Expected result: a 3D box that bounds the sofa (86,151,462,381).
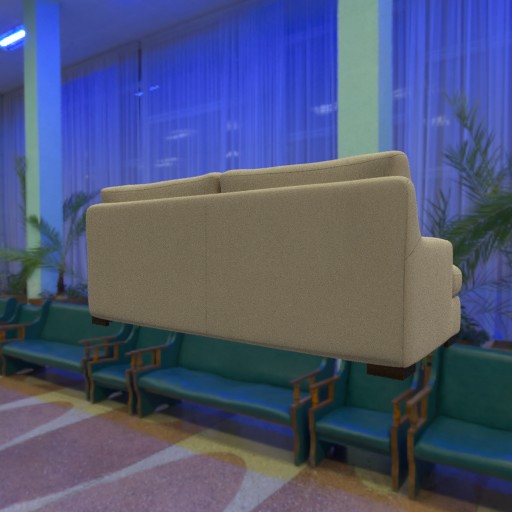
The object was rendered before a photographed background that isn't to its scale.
[{"bbox_3d":[0.000,0.000,2.666,2.147,0.925,0.929,1,2,37],"label":"sofa"}]
